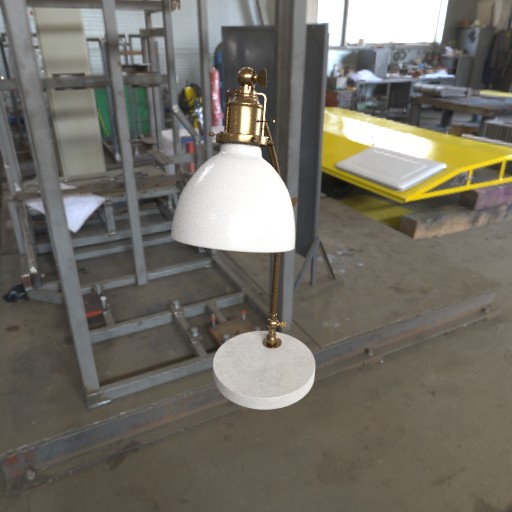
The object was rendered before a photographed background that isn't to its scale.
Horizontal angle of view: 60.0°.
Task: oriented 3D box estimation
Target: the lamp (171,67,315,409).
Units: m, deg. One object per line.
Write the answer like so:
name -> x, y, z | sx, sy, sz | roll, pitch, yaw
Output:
lamp -> 0.000, 0.000, 0.662 | 0.186, 0.522, 0.317 | 8, 28, 16
